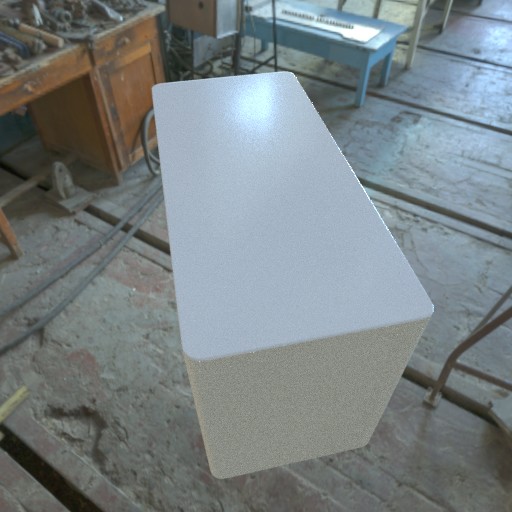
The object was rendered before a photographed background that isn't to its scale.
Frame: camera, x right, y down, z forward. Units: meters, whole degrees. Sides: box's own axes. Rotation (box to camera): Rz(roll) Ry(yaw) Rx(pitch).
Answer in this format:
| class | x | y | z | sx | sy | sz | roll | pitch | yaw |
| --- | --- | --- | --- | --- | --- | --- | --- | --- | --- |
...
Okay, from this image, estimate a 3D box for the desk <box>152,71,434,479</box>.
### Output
| class | x | y | z | sx | sy | sz | roll | pitch | yaw |
| --- | --- | --- | --- | --- | --- | --- | --- | --- | --- |
| desk | 0.000 | 0.000 | 1.586 | 0.550 | 0.760 | 1.200 | -9 | 48 | -8 |
